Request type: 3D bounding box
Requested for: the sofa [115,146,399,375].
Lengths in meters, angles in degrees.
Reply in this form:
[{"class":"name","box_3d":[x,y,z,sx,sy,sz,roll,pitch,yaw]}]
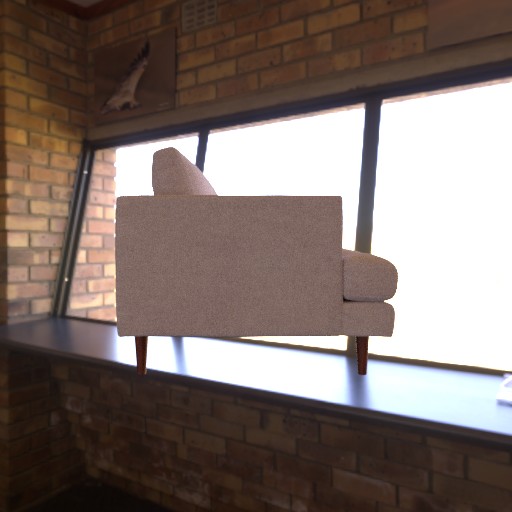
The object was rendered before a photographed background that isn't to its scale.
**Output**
[{"class":"sofa","box_3d":[0.000,0.000,2.696,1.020,0.868,2.250,0,1,0]}]
